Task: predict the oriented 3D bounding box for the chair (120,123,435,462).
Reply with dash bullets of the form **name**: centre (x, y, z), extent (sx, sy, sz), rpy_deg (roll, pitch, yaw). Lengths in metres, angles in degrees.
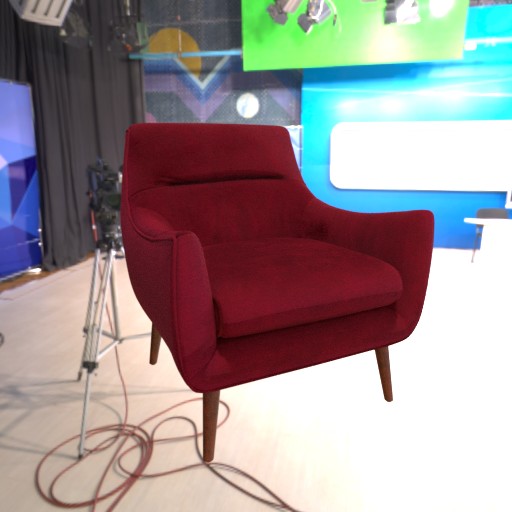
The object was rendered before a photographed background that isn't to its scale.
- **chair**: centre (0.000, 0.000, 1.417), extent (0.762, 0.838, 0.787), rpy_deg (-7, 16, -26)
